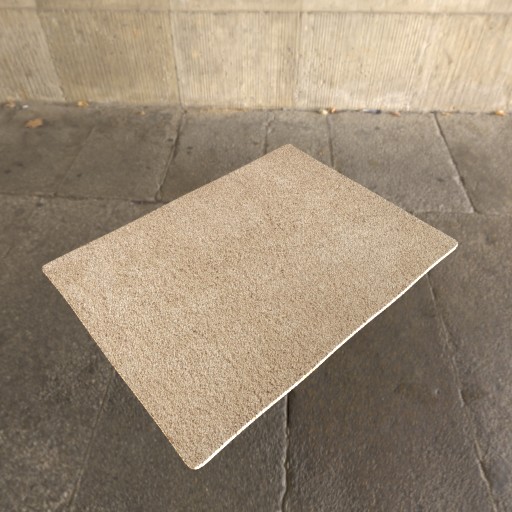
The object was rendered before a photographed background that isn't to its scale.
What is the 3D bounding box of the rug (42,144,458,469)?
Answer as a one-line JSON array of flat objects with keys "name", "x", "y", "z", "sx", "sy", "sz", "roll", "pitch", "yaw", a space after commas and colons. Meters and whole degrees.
[{"name": "rug", "x": 0.000, "y": 0.000, "z": 2.110, "sx": 1.600, "sy": 0.025, "sz": 1.199, "roll": -32, "pitch": 54, "yaw": -27}]
